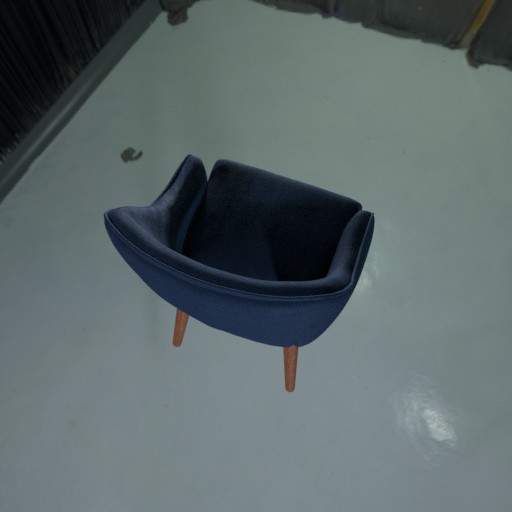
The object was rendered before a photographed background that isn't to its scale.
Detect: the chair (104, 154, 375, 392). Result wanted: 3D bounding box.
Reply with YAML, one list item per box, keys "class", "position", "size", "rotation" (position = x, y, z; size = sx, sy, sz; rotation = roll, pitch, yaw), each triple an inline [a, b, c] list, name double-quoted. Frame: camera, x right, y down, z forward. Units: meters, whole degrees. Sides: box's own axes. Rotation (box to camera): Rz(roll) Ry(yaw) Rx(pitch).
- class: "chair"
  position: [0.000, 0.000, 1.221]
  size: [0.559, 0.844, 0.591]
  rotation: [19, 65, 9]
